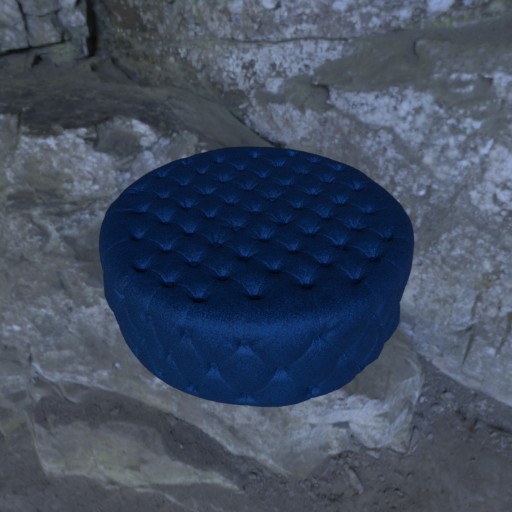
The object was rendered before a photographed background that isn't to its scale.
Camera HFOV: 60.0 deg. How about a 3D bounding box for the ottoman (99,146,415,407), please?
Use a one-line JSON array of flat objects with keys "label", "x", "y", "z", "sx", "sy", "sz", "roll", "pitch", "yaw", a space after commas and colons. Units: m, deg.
[{"label": "ottoman", "x": 0.000, "y": 0.000, "z": 1.512, "sx": 0.998, "sy": 0.398, "sz": 0.998, "roll": 0, "pitch": 40, "yaw": 0}]
